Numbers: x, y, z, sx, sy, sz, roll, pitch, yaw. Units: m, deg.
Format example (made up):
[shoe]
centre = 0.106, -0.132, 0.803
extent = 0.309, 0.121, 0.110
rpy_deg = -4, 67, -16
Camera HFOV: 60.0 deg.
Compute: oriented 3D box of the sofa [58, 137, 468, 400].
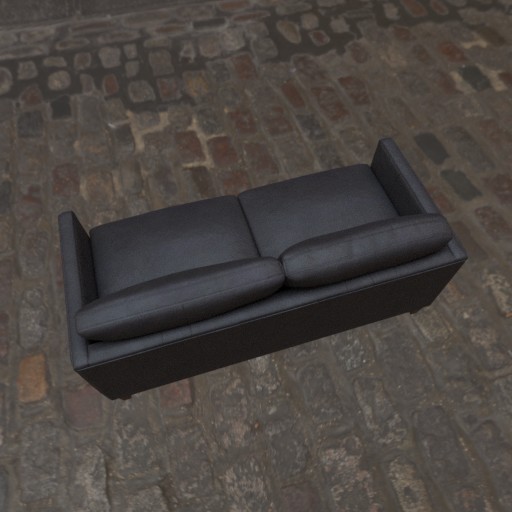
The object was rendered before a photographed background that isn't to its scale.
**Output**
[sofa]
centre = 0.000, 0.000, 2.495
extent = 1.971, 0.863, 0.933
rpy_deg = -15, 60, -9
